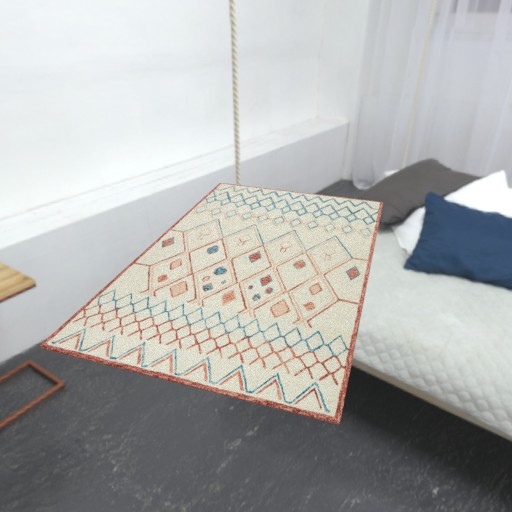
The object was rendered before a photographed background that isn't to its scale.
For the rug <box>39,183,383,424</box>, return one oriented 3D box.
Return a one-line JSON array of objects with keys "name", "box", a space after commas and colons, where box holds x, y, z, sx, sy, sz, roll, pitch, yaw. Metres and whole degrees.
[{"name": "rug", "box": [0.000, 0.000, 3.046, 1.524, 0.015, 2.438, 9, 31, 16]}]
